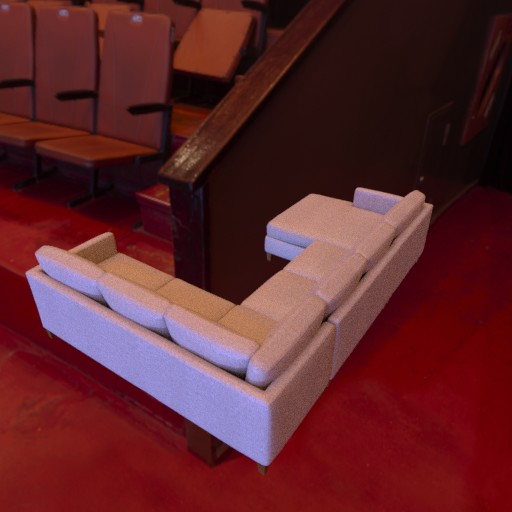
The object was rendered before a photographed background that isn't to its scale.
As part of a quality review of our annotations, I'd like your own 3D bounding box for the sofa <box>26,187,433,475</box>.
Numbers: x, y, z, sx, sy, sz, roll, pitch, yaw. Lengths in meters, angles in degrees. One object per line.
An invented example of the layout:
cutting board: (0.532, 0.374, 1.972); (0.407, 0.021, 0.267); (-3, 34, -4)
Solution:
sofa: (0.000, 0.000, 4.582); (2.594, 0.961, 3.460); (20, 37, 29)
